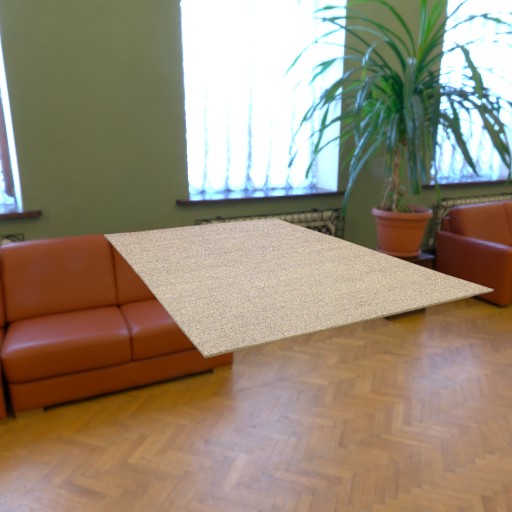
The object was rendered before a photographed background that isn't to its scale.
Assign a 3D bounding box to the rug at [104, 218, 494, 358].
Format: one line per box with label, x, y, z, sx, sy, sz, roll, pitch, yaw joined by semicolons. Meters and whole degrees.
rug;0.000;0.000;2.968;1.609;0.030;2.342;-8;17;-26
